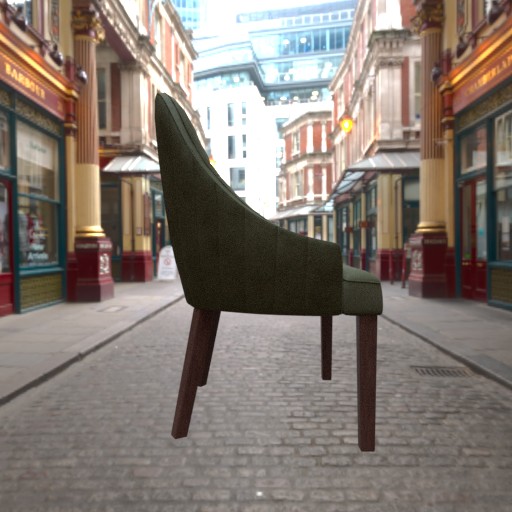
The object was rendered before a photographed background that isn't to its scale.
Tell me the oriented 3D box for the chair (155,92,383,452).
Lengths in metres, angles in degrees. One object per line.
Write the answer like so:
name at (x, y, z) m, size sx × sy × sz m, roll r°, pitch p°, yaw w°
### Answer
chair at (0.000, 0.000, 1.307) m, size 0.575 × 0.889 × 0.643 m, roll 0°, pitch 0°, yaw 0°
